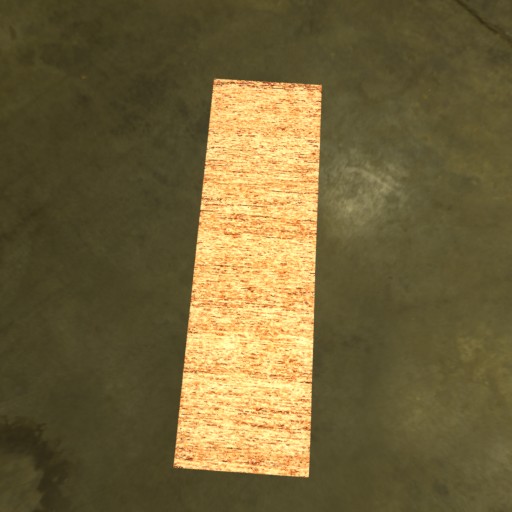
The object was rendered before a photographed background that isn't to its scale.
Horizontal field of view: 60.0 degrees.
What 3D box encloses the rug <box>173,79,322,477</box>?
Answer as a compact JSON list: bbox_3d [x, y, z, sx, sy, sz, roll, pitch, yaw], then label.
[{"bbox_3d":[0.000,0.000,2.487,0.680,0.014,2.237,4,76,1],"label":"rug"}]
